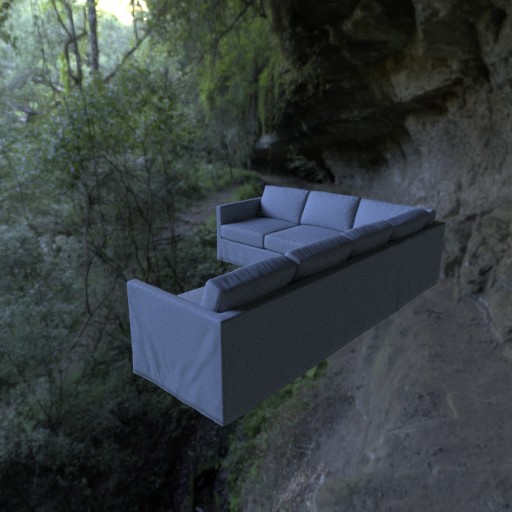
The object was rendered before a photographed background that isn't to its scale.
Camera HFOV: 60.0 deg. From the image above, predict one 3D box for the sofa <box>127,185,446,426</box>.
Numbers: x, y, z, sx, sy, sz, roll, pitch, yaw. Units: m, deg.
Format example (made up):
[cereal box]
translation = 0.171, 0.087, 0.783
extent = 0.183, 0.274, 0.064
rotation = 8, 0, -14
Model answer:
[sofa]
translation = 0.000, 0.000, 4.295
extent = 2.432, 0.871, 3.182
rotation = 15, 23, 40
